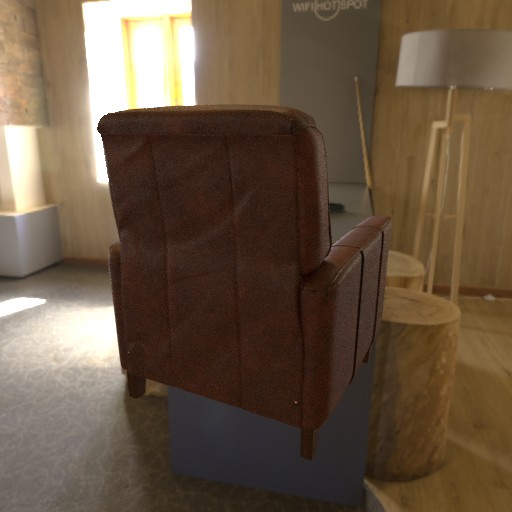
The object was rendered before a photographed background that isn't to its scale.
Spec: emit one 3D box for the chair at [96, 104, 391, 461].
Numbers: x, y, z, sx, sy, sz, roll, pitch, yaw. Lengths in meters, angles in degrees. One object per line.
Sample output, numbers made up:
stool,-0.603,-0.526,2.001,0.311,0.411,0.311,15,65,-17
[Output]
chair,0.000,0.000,1.659,0.843,1.043,0.836,8,18,26
